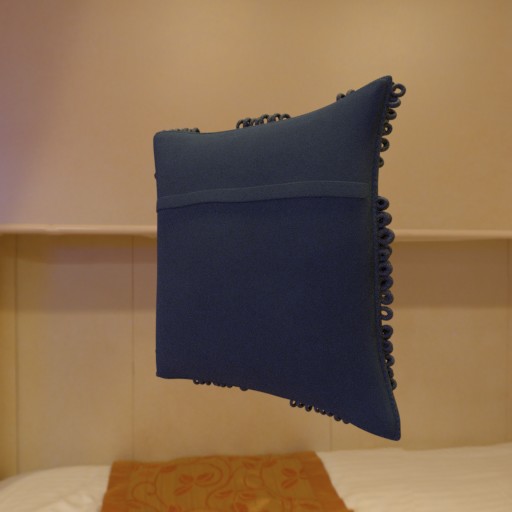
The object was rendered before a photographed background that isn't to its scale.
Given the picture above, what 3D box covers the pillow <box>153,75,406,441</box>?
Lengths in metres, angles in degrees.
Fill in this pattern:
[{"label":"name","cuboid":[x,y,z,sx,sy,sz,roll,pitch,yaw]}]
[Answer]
[{"label":"pillow","cuboid":[0.000,0.000,0.705,0.469,0.466,0.172,1,1,36]}]
